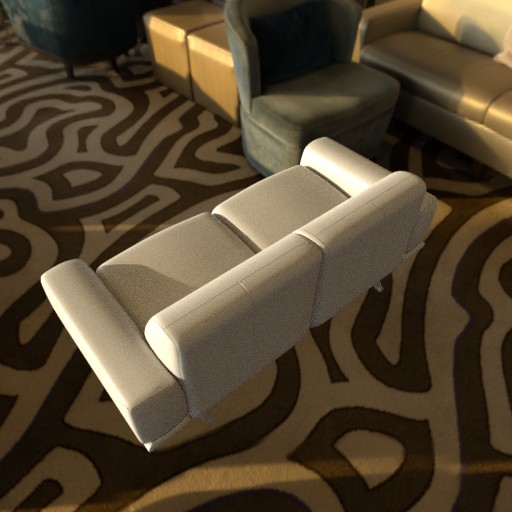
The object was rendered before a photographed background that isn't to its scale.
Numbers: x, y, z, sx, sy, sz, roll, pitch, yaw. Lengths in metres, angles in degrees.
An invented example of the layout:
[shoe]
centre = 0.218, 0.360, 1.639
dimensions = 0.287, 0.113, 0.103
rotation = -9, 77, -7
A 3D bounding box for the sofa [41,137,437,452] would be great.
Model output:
[sofa]
centre = 0.000, 0.000, 2.326
dimensions = 1.901, 0.772, 0.900
rotation = -31, 53, -27
